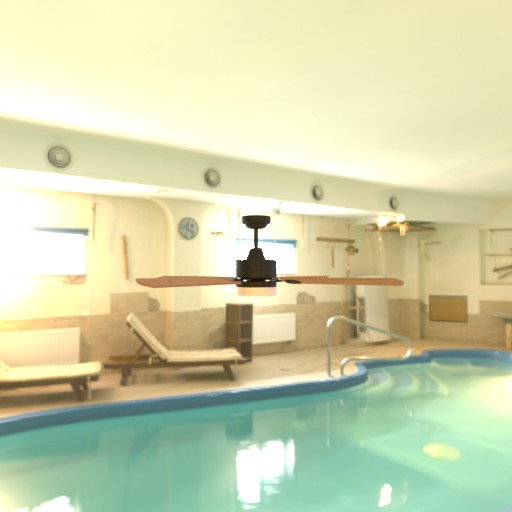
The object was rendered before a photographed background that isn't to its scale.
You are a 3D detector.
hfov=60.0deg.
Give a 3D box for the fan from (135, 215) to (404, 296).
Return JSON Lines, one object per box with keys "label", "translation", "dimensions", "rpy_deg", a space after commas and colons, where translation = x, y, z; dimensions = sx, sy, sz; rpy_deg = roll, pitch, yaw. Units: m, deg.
{"label": "fan", "translation": [0.000, 0.000, 2.000], "dimensions": [1.320, 0.355, 1.320], "rpy_deg": [-1, -2, 36]}
